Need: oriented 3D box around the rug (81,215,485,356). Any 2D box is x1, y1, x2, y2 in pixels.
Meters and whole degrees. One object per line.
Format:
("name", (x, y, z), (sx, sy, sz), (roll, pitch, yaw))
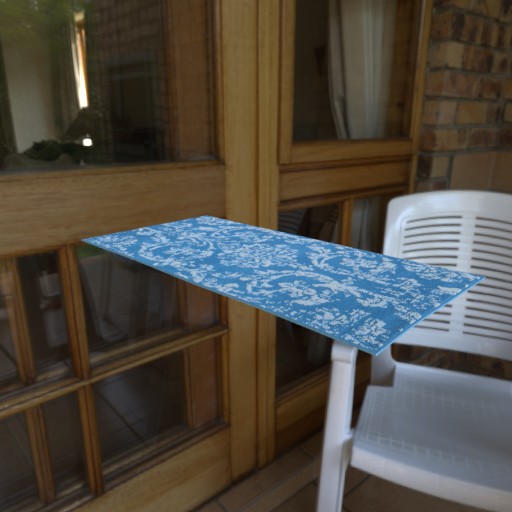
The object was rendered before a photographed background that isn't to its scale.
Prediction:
("rug", (0.000, 0.000, 1.447), (1.219, 0.007, 0.604), (16, 23, 42))
